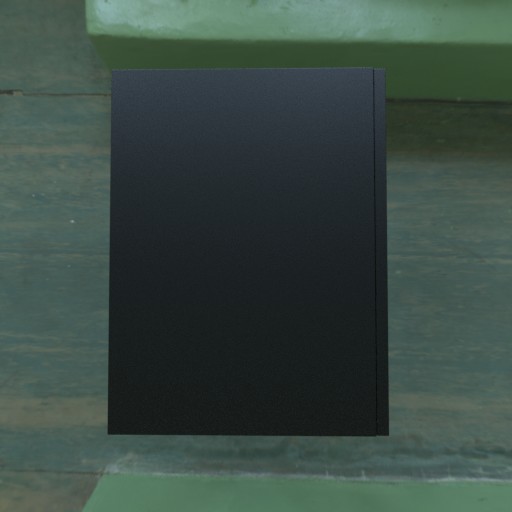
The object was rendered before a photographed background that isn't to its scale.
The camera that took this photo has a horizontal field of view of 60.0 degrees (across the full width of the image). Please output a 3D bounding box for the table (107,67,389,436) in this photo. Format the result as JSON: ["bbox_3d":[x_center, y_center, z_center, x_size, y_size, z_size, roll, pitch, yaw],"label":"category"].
[{"bbox_3d":[0.000,0.000,0.971,0.441,0.584,0.564,0,88,1],"label":"table"}]
